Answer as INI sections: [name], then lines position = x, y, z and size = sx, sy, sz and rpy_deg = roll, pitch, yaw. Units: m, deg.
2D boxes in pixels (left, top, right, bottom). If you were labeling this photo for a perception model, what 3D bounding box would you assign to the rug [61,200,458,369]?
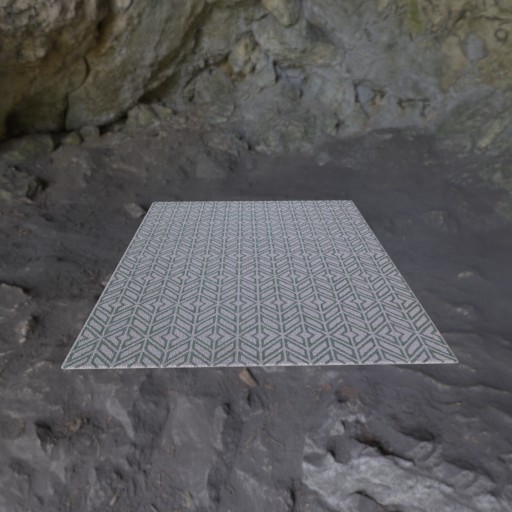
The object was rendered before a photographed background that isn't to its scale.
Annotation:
[rug]
position = 0.000, 0.000, 4.077
size = 2.441, 0.017, 3.050
rpy_deg = -1, 26, -1
